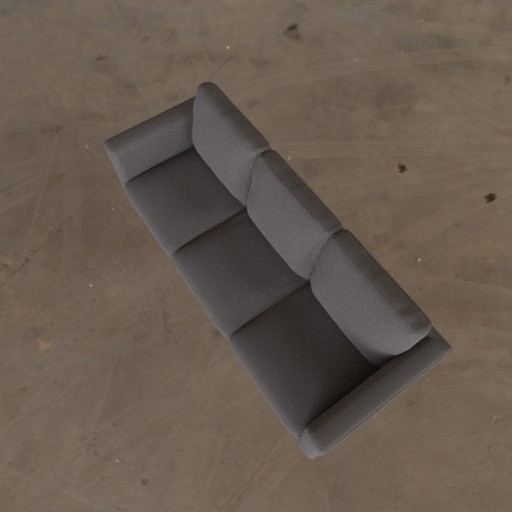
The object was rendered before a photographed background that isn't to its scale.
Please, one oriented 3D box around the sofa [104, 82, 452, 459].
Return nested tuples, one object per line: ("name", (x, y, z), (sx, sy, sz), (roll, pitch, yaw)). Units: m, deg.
("sofa", (0.000, 0.000, 2.499), (0.802, 0.912, 2.029), (-32, 68, -15))
